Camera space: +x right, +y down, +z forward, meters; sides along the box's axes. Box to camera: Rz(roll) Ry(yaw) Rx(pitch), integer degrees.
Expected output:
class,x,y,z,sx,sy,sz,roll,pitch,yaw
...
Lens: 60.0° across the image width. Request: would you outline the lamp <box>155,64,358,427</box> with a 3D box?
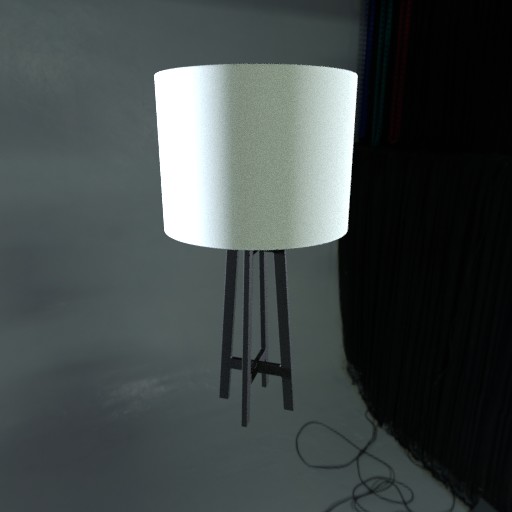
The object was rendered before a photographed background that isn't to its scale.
class,x,y,z,sx,sy,sz,roll,pitch,yaw
lamp,0.000,0.000,0.642,0.257,0.489,0.257,-8,18,-27
